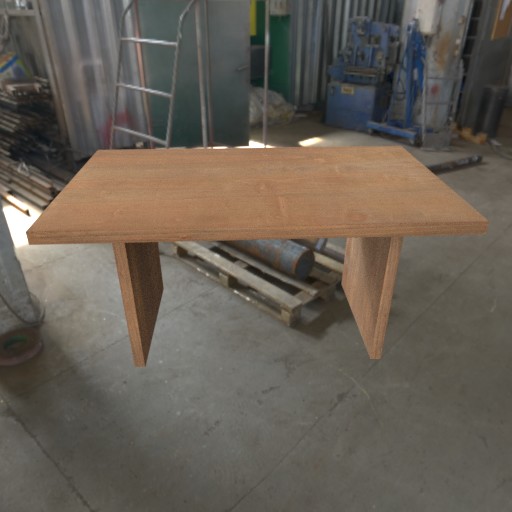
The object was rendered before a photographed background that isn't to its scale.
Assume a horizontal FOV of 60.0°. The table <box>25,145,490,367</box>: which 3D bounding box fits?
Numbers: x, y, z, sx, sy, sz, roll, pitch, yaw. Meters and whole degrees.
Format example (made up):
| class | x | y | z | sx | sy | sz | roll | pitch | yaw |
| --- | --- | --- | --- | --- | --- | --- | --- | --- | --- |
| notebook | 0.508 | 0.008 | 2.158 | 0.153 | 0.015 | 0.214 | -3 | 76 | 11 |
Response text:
| class | x | y | z | sx | sy | sz | roll | pitch | yaw |
| --- | --- | --- | --- | --- | --- | --- | --- | --- | --- |
| table | 0.000 | 0.000 | 2.135 | 1.609 | 0.780 | 0.946 | -1 | 30 | -2 |
